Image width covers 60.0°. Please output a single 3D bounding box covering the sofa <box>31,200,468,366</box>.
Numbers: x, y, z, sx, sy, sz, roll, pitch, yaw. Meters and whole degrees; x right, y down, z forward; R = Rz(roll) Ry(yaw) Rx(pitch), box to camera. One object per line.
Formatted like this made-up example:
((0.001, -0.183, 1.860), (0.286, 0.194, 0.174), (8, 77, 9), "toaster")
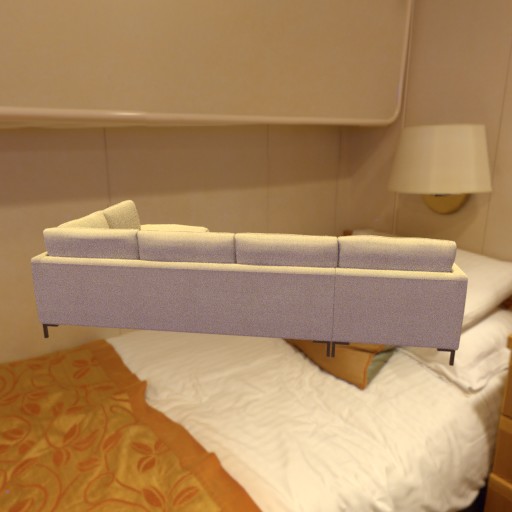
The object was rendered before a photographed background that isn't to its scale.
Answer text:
((0.000, 0.000, 3.602), (2.737, 0.756, 1.879), (2, 16, 8), "sofa")
